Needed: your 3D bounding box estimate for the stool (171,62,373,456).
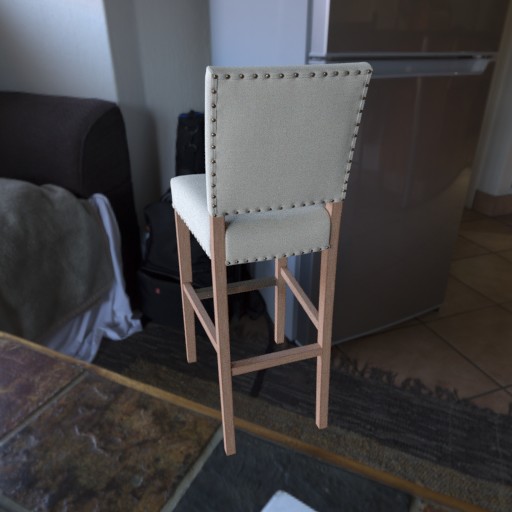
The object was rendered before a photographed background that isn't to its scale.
[{"bbox_3d":[0.000,0.000,1.398,0.428,1.143,0.546,-9,29,-17],"label":"stool"}]
